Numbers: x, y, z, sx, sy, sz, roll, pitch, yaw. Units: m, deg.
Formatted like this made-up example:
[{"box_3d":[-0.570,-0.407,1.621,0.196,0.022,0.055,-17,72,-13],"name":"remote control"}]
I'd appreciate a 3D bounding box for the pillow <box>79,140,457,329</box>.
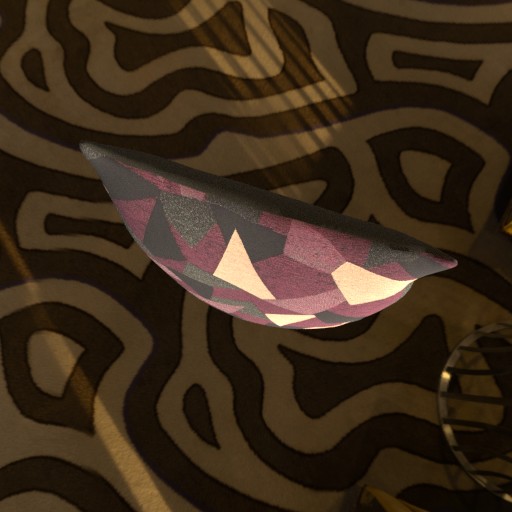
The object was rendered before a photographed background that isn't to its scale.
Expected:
[{"box_3d":[0.000,0.000,0.773,0.503,0.496,0.208,18,76,5],"name":"pillow"}]
